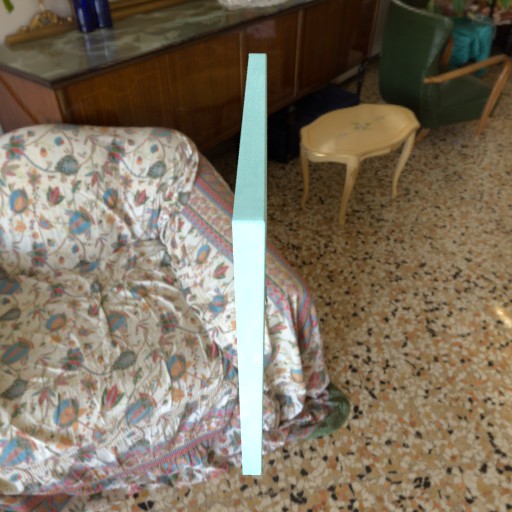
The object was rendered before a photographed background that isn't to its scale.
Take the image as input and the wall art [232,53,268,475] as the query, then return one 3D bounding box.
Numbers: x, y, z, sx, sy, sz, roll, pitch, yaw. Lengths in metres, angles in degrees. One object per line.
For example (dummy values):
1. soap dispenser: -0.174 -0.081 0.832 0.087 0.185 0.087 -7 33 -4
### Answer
1. wall art: 0.000 0.000 1.134 0.054 0.766 0.765 1 40 1
